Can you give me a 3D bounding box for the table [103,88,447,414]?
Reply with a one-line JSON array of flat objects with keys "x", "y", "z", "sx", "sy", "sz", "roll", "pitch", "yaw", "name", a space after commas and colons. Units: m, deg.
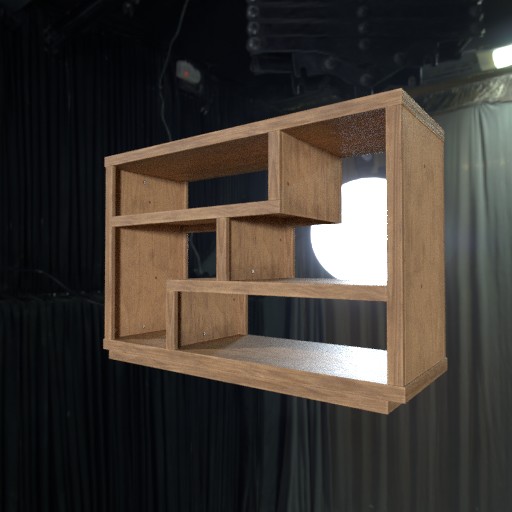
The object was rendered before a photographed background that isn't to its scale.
[{"x": 0.000, "y": 0.000, "z": 1.536, "sx": 1.151, "sy": 0.771, "sz": 0.410, "roll": -1, "pitch": -1, "yaw": 36, "name": "table"}]
